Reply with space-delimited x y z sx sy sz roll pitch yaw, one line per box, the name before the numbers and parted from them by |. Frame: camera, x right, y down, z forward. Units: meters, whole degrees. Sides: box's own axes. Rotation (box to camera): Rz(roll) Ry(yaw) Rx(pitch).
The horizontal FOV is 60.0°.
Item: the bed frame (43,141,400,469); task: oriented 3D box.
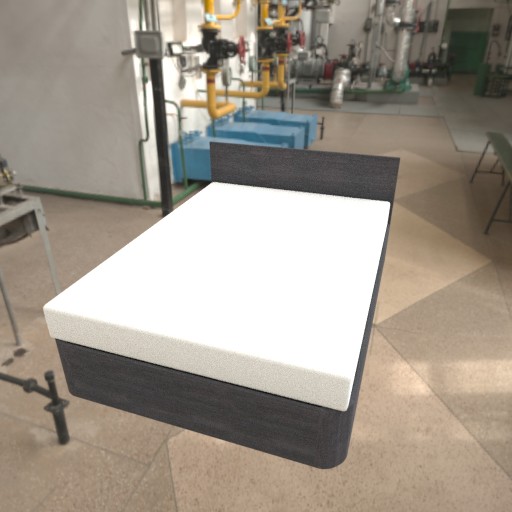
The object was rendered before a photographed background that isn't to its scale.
bed frame | 0.000 0.000 2.581 1.400 0.800 1.900 9 29 17
